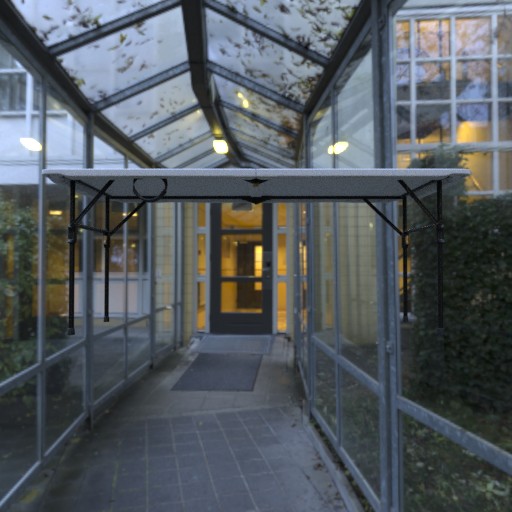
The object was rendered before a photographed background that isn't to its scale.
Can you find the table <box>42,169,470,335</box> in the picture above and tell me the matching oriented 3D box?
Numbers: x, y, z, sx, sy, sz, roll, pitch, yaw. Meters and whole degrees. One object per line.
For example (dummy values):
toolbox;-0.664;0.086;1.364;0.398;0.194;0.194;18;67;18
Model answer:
table;0.000;0.000;2.229;1.829;0.719;0.761;0;-1;0
